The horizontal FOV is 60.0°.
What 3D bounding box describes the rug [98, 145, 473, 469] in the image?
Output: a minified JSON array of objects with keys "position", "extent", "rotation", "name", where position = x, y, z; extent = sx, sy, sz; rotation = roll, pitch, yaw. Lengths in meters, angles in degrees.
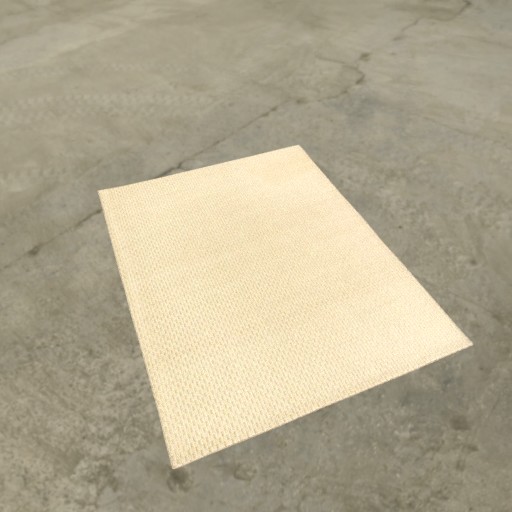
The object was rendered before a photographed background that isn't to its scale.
[{"position":[0.000,0.000,3.880],"extent":[2.277,0.035,2.897],"rotation":[-17,49,-15],"name":"rug"}]
